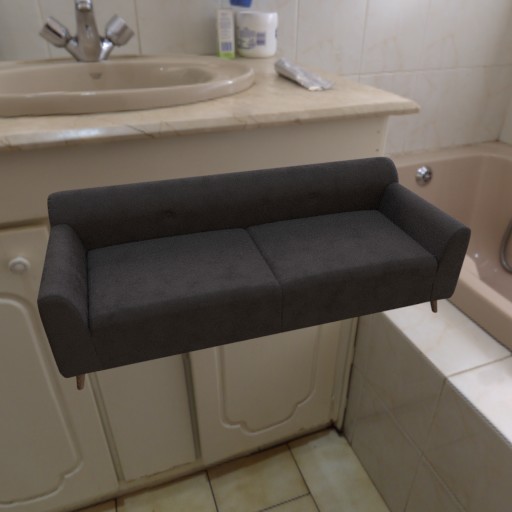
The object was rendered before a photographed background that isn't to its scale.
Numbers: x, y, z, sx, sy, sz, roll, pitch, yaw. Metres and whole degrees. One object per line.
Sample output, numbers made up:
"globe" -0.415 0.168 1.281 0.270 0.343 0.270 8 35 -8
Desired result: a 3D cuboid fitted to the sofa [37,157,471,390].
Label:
"sofa" 0.000 0.000 2.585 2.190 0.740 0.900 -9 32 -15
